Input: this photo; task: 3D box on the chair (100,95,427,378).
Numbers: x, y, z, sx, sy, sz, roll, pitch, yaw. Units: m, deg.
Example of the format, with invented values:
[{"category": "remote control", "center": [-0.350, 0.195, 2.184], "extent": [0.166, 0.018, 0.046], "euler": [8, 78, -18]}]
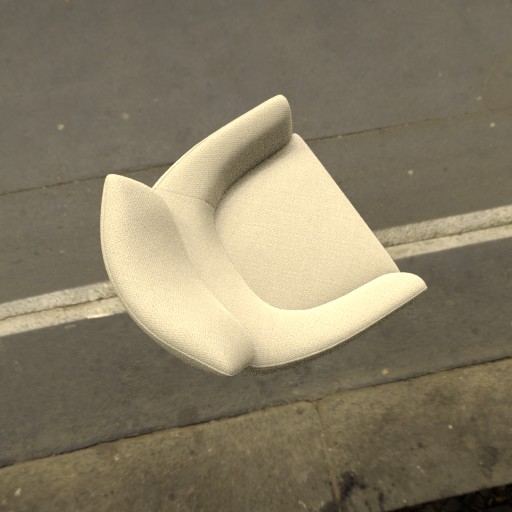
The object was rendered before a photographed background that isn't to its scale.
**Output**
[{"category": "chair", "center": [0.000, 0.000, 1.399], "extent": [0.730, 0.810, 0.760], "euler": [-32, 78, -8]}]
